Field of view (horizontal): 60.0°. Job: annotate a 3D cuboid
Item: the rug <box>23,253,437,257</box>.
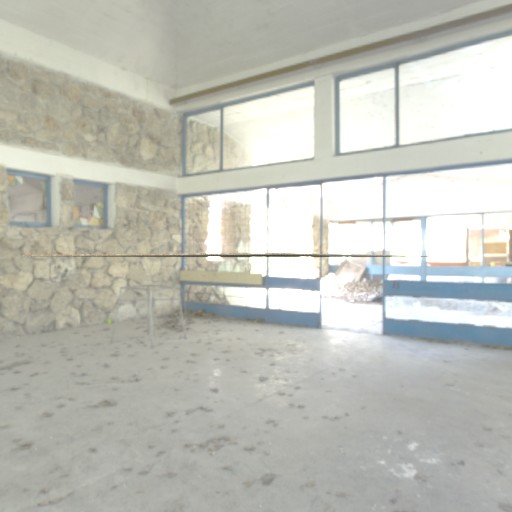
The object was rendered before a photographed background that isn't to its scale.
[{"bbox_3d":[0.000,0.000,4.090,2.441,0.011,3.050,0,0,36],"label":"rug"}]
